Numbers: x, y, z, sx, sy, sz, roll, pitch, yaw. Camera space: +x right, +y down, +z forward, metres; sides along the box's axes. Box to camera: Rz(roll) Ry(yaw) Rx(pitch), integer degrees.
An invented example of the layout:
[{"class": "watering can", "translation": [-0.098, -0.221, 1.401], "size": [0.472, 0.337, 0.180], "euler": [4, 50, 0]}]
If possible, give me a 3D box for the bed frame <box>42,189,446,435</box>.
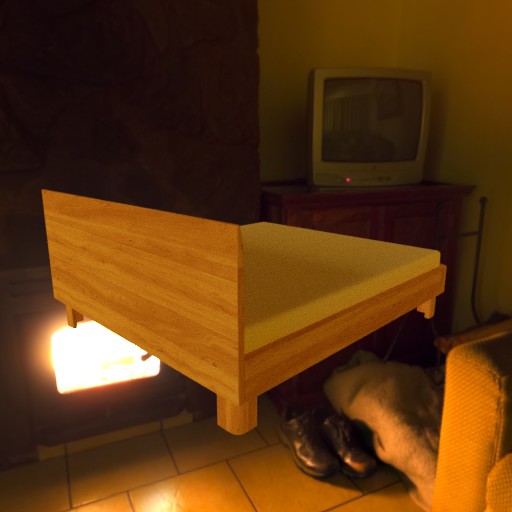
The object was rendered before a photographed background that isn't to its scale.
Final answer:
[{"class": "bed frame", "translation": [0.000, 0.000, 3.091], "size": [1.872, 0.940, 2.092], "euler": [14, 20, 43]}]
